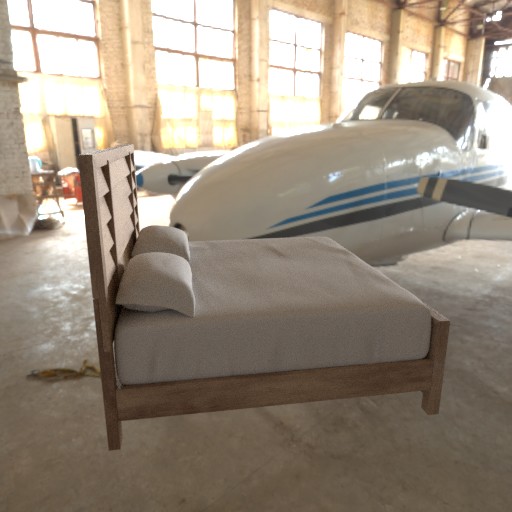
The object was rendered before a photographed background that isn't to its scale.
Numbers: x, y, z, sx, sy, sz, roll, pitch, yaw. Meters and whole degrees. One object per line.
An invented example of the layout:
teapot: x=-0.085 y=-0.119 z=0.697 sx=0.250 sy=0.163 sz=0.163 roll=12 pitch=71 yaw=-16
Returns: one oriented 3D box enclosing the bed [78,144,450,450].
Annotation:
bed: x=0.000 y=0.000 z=3.404 sx=2.032 sy=1.626 sz=2.032 roll=-3 pitch=16 yaw=-9
